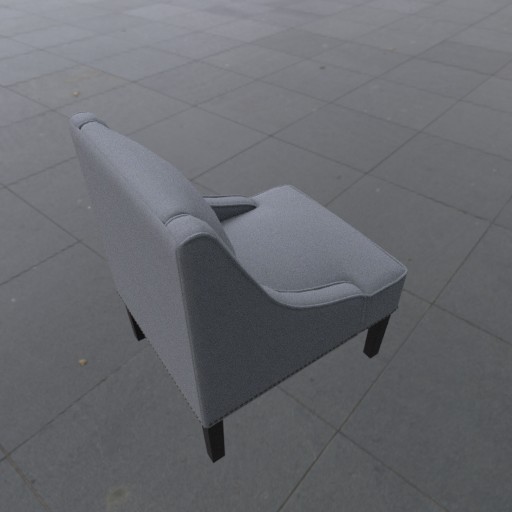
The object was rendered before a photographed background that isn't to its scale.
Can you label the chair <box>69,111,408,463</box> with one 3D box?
[{"bbox_3d":[0.000,0.000,1.363,0.747,0.867,0.631,-25,47,-25],"label":"chair"}]
